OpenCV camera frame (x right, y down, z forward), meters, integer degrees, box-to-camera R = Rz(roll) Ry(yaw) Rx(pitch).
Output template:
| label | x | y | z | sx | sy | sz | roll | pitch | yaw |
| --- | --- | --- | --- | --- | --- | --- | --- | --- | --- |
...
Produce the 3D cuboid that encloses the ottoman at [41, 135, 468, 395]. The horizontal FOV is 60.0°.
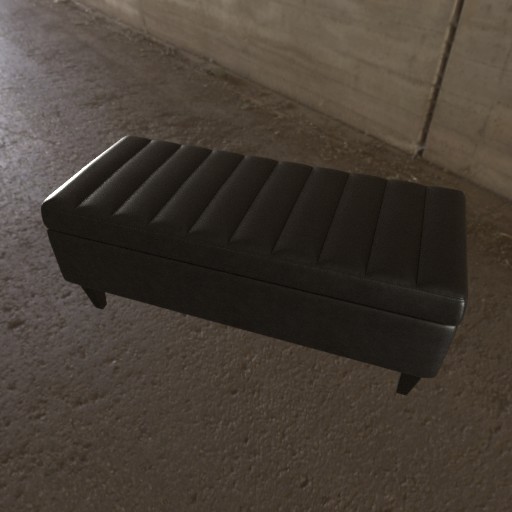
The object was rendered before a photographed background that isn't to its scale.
| label | x | y | z | sx | sy | sz | roll | pitch | yaw |
| --- | --- | --- | --- | --- | --- | --- | --- | --- | --- |
| ottoman | 0.000 | 0.000 | 1.401 | 1.151 | 0.469 | 0.482 | 13 | 43 | 14 |
